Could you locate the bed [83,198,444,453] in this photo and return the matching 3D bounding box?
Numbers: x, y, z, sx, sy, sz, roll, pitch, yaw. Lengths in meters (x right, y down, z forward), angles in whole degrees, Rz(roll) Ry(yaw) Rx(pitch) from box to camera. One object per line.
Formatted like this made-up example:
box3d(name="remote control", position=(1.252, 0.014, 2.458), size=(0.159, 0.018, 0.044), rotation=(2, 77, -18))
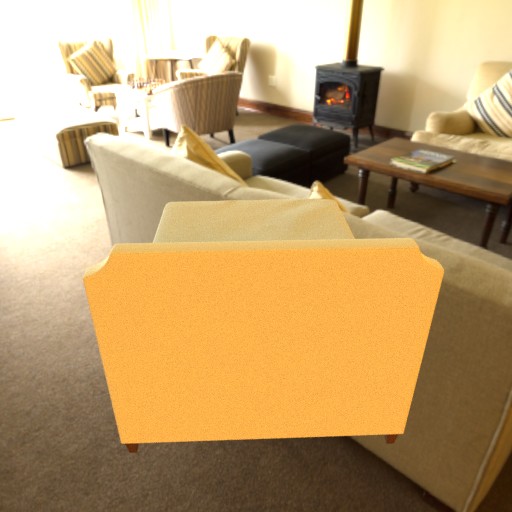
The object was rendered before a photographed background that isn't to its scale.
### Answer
box3d(name="bed", position=(0.000, 0.000, 3.347), size=(1.703, 1.415, 2.329), rotation=(-1, 30, -2))
